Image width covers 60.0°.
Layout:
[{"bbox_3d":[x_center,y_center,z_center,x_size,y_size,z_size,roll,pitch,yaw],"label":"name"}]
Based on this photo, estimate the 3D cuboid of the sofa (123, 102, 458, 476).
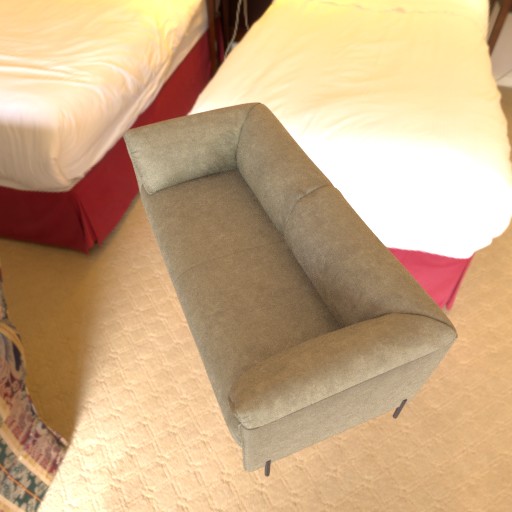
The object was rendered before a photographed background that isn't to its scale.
[{"bbox_3d":[0.000,0.000,2.339,0.905,0.747,1.878,-17,50,-15],"label":"sofa"}]
